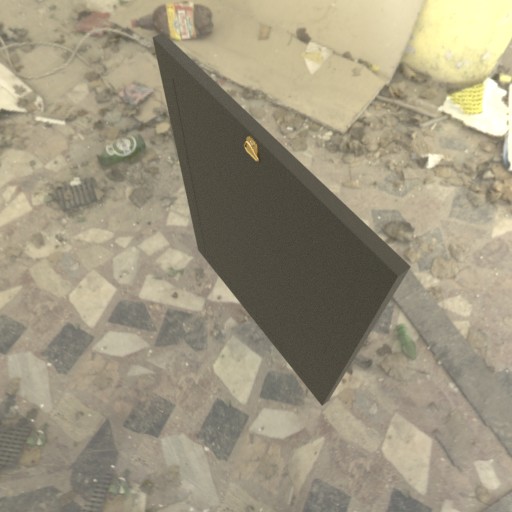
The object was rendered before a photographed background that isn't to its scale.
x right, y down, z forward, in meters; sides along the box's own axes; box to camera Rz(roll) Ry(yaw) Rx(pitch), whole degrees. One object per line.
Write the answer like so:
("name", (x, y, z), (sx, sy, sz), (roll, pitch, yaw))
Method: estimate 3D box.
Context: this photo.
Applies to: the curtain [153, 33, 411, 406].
("curtain", (0.000, 0.000, 0.789), (0.027, 0.585, 0.483), (-33, 65, -18))
